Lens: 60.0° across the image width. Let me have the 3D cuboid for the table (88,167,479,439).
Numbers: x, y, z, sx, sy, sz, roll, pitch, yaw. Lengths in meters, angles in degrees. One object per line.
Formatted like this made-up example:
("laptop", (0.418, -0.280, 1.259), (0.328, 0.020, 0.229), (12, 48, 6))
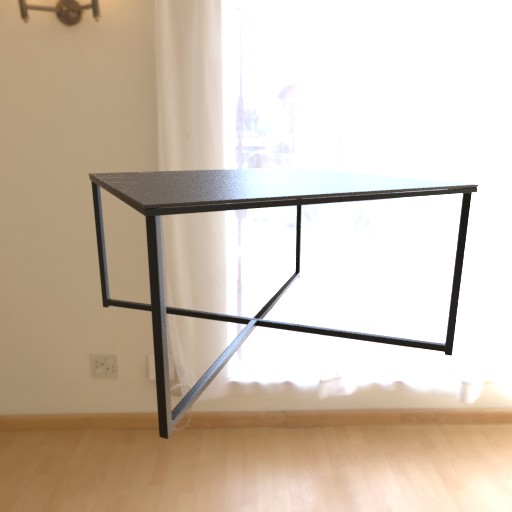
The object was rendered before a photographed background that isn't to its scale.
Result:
("table", (0.000, 0.000, 1.296), (0.800, 0.450, 0.800), (-7, 16, -25))
